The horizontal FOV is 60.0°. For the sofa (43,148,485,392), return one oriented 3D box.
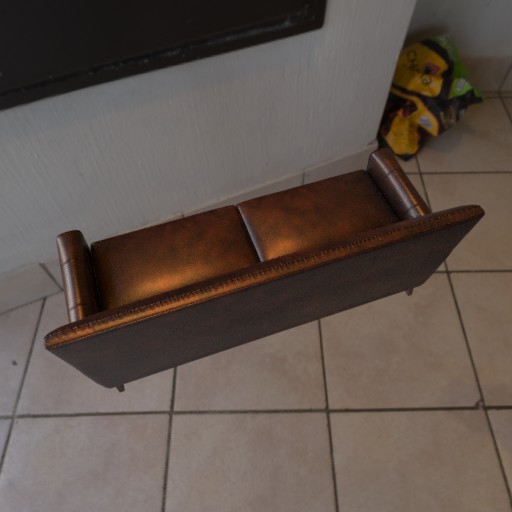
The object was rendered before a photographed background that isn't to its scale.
[{"bbox_3d":[0.000,0.000,2.433,1.995,0.871,0.786,-17,59,-10],"label":"sofa"}]
